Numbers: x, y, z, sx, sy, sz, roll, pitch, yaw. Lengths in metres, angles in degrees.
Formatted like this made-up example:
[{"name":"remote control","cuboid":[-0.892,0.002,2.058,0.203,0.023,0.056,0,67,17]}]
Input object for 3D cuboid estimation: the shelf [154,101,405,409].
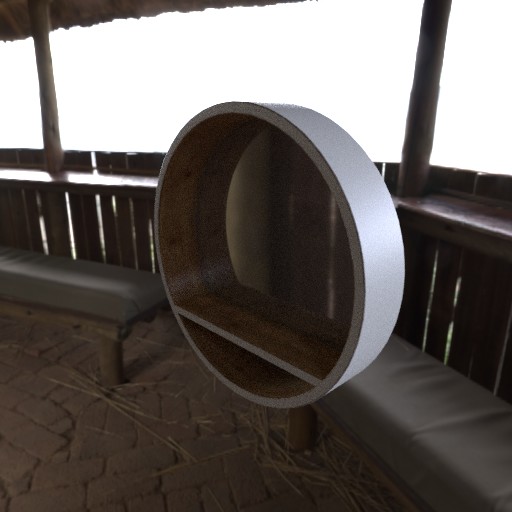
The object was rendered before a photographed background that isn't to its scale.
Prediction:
[{"name":"shelf","cuboid":[0.000,0.000,1.227,0.158,0.807,0.806,-15,23,-41]}]
